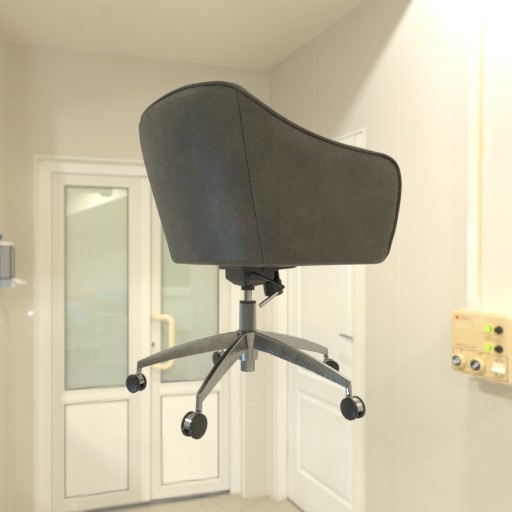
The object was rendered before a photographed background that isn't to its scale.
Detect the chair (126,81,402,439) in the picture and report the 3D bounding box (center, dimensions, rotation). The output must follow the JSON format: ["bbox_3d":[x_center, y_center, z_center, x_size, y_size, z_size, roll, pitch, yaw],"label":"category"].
[{"bbox_3d":[0.000,0.000,1.352,0.689,0.827,0.713,0,0,-36],"label":"chair"}]
